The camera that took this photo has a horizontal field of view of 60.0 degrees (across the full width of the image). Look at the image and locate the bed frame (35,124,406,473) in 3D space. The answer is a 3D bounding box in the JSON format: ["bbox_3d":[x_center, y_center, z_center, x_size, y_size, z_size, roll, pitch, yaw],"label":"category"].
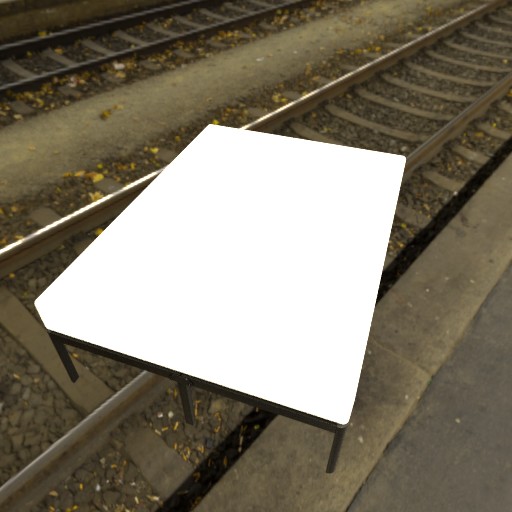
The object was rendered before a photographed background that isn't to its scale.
[{"bbox_3d":[0.000,0.000,2.841,1.557,0.659,2.072,13,43,15],"label":"bed frame"}]
